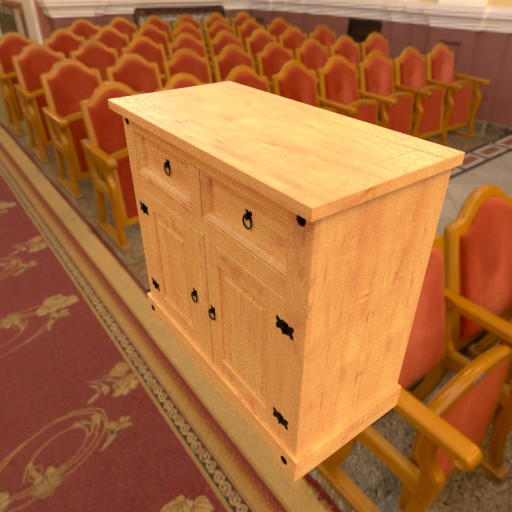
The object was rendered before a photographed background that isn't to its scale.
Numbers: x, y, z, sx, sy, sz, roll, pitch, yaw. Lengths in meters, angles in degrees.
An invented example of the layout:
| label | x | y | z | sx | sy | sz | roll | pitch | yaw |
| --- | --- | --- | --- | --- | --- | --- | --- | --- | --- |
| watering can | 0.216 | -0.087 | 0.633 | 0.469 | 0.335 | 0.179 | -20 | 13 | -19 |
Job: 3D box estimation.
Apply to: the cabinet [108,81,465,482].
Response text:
| label | x | y | z | sx | sy | sz | roll | pitch | yaw |
| --- | --- | --- | --- | --- | --- | --- | --- | --- | --- |
| cabinet | 0.000 | 0.000 | 1.389 | 0.450 | 0.840 | 0.920 | -22 | 39 | -30 |
